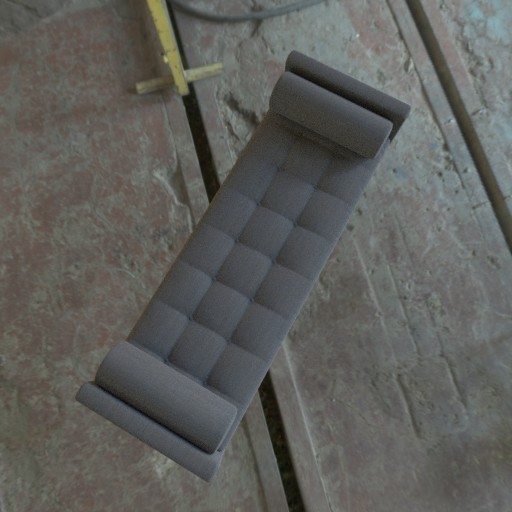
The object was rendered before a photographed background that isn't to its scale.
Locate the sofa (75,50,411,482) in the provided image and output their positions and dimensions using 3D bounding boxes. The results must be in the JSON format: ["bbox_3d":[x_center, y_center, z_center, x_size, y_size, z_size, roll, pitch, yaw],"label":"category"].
[{"bbox_3d":[0.000,0.000,2.336,0.686,0.635,1.981,29,78,6],"label":"sofa"}]
